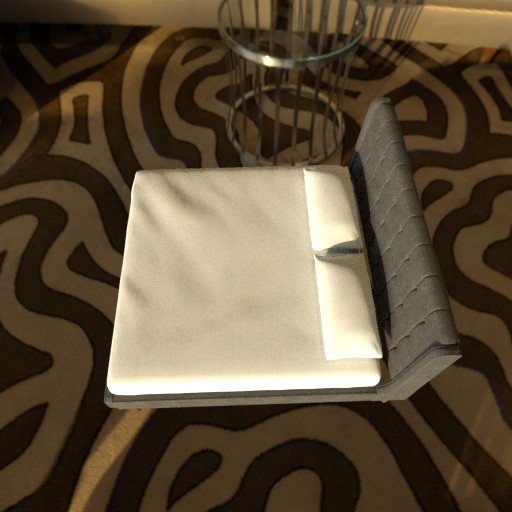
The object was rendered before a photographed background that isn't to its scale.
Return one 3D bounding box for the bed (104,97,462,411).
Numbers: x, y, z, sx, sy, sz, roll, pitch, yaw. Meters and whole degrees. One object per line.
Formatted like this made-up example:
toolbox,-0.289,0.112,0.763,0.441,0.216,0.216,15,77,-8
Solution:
bed,0.000,0.000,2.553,1.638,0.933,1.531,-2,59,-1
